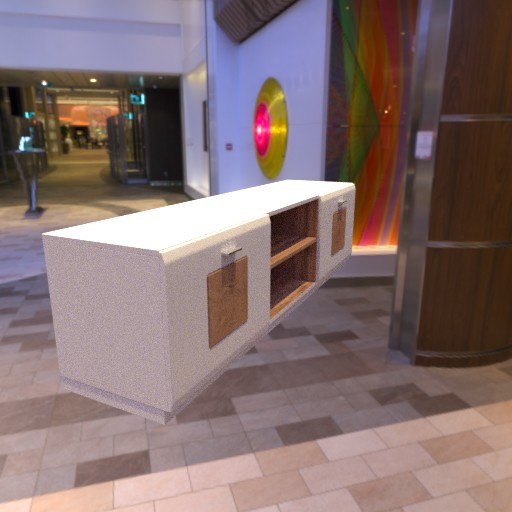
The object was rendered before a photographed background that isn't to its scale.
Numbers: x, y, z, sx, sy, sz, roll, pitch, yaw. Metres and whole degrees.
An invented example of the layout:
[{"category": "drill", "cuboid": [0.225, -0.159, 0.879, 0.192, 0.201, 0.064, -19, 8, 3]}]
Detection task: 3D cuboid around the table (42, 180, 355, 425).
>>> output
[{"category": "table", "cuboid": [0.000, 0.000, 1.733, 0.400, 0.440, 1.550, 8, 17, 26]}]
